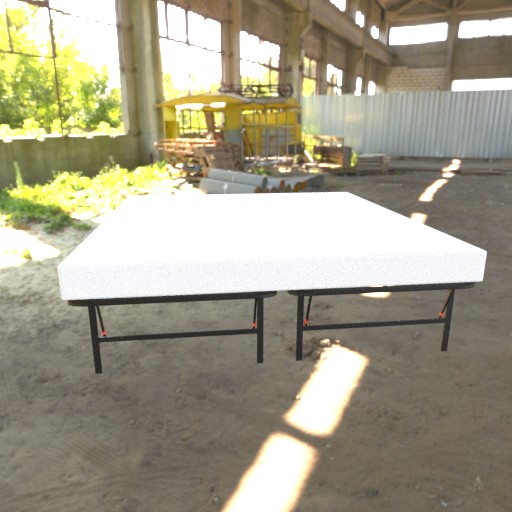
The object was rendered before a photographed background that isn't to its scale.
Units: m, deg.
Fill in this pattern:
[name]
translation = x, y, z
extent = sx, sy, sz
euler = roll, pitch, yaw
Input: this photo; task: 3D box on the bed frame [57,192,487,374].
[bed frame]
translation = 0.000, 0.000, 3.006
extent = 1.930, 0.559, 2.032
euler = -2, 16, -7
